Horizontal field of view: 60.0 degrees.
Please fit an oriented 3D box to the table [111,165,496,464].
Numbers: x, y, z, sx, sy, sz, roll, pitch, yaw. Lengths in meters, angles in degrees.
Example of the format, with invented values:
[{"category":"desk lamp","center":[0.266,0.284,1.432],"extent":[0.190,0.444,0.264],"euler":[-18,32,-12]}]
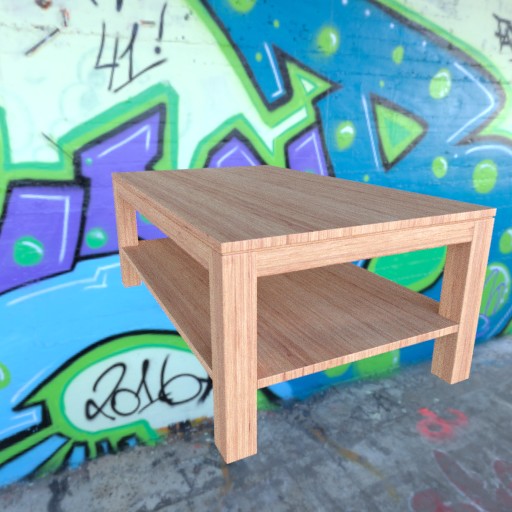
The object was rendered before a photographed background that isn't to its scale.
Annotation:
[{"category":"table","center":[0.000,0.000,1.452],"extent":[0.695,0.457,1.146],"euler":[-8,19,-25]}]
